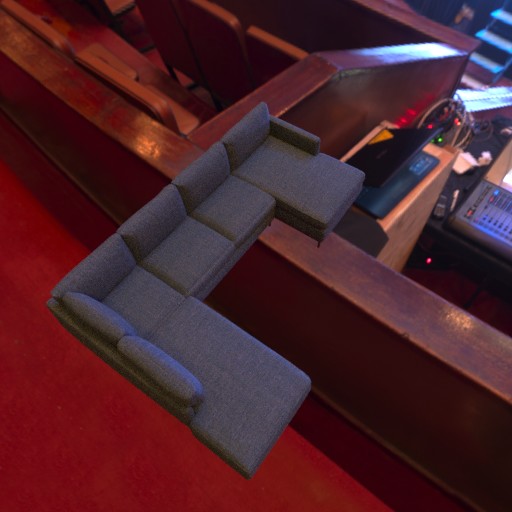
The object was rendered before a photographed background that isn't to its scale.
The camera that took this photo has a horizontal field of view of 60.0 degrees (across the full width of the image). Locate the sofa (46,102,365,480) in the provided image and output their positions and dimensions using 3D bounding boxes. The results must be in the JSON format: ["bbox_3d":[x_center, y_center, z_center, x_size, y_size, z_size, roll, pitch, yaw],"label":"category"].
[{"bbox_3d":[0.000,0.000,3.666,1.879,0.753,2.737,31,62,19],"label":"sofa"}]
